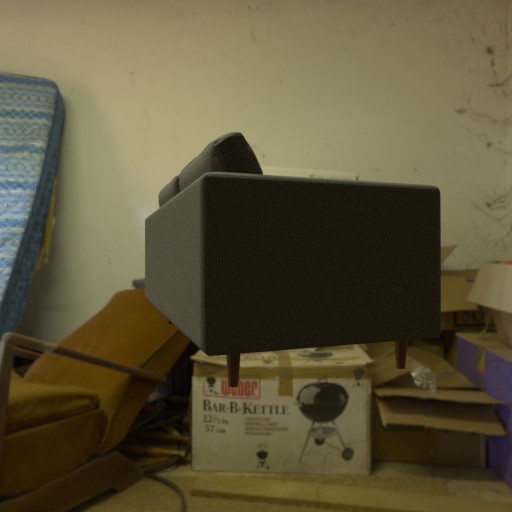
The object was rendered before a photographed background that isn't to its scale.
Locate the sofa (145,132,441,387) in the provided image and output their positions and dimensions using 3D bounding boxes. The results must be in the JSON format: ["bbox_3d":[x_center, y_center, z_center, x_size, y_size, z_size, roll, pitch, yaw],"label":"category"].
[{"bbox_3d":[0.000,0.000,2.255,0.940,0.866,1.713,0,1,-20],"label":"sofa"}]
